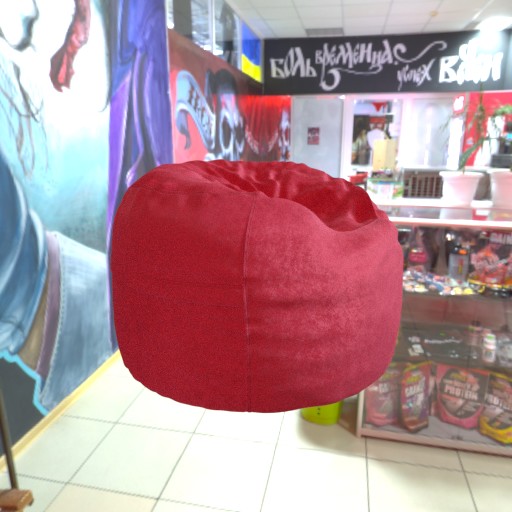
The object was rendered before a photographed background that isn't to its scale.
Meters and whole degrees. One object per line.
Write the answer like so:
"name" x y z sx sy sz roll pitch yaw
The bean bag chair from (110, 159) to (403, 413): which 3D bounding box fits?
"bean bag chair" 0.000 0.000 1.914 1.218 0.788 1.218 0 15 0
